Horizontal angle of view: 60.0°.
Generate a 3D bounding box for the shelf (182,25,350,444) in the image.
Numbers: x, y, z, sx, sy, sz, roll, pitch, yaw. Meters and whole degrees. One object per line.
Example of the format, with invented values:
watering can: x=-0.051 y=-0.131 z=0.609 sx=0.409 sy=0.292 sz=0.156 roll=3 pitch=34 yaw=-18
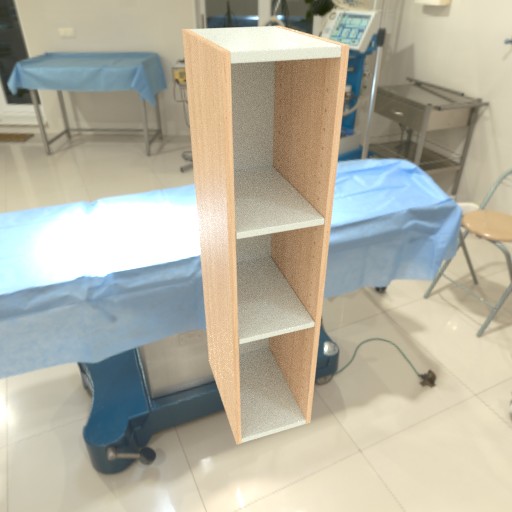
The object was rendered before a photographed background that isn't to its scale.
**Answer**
shelf: x=0.000 y=0.000 z=0.986 sx=0.197 sy=0.882 sz=0.290 roll=-10 pitch=34 yaw=-16
